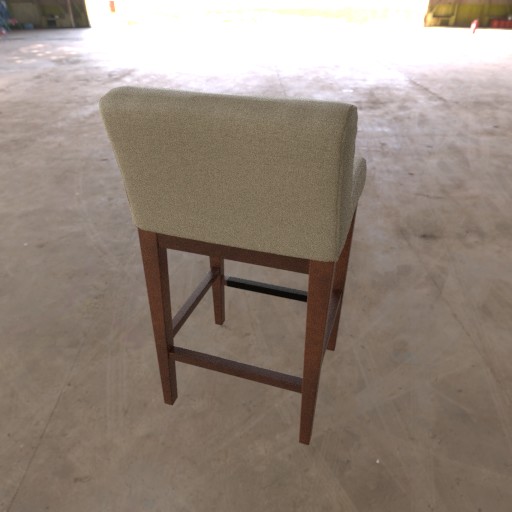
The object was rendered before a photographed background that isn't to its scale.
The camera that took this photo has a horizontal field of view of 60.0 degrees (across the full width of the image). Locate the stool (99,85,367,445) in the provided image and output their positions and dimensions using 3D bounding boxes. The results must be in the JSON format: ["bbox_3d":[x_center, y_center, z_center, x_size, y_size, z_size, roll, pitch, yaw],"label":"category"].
[{"bbox_3d":[0.000,0.000,1.231,0.511,0.937,0.500,10,33,16],"label":"stool"}]
